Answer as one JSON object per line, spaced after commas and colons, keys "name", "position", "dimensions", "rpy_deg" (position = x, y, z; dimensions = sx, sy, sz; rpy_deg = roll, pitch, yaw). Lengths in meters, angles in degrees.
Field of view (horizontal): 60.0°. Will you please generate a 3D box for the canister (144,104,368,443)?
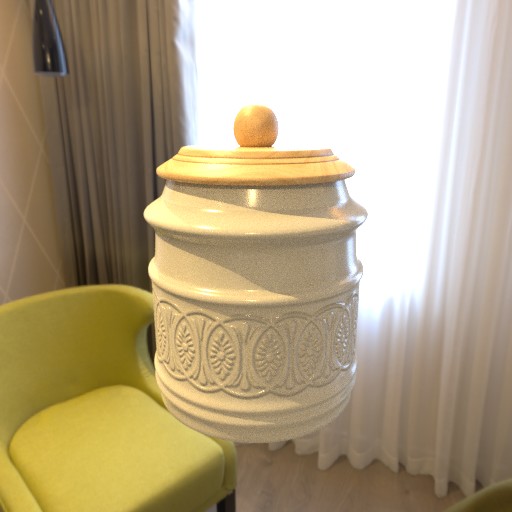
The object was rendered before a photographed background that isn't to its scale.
{"name": "canister", "position": [0.000, 0.000, 0.271], "dimensions": [0.130, 0.176, 0.130], "rpy_deg": [0, 16, 0]}
